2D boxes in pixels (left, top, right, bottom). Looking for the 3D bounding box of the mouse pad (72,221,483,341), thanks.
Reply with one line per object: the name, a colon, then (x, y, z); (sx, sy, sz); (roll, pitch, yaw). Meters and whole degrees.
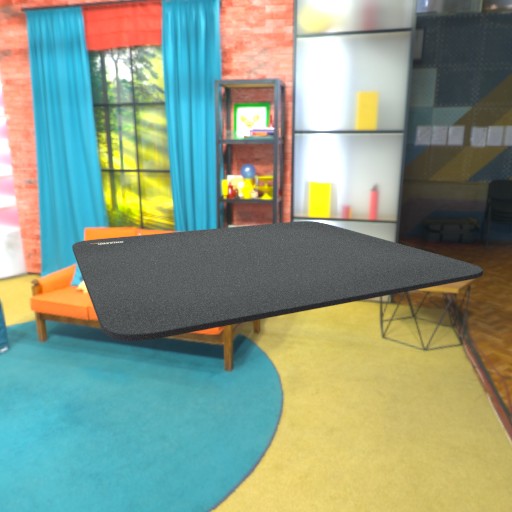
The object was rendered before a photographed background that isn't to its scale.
mouse pad: (0.000, 0.000, 0.311); (0.229, 0.003, 0.203); (-7, 16, -25)
